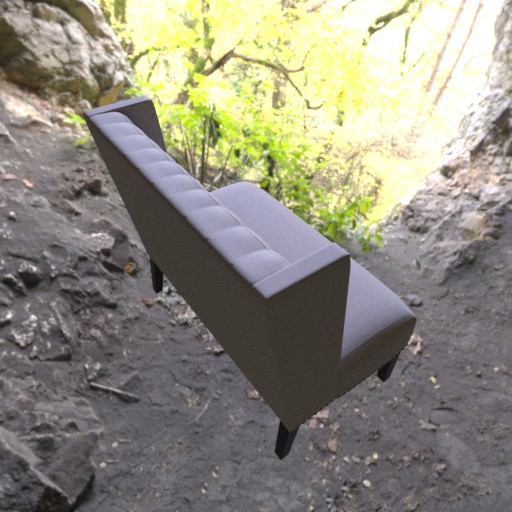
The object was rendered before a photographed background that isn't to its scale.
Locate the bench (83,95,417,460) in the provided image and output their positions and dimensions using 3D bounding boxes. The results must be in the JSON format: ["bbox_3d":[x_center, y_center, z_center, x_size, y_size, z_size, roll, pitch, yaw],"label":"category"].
[{"bbox_3d":[0.000,0.000,1.991,0.847,1.123,1.280,-26,49,-25],"label":"bench"}]
